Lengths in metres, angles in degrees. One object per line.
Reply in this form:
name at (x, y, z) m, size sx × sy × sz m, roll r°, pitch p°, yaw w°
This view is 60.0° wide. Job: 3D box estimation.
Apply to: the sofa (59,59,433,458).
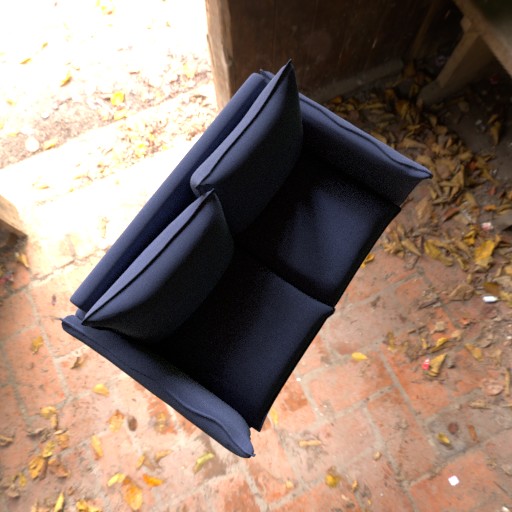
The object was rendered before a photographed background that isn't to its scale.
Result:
sofa at (0.000, 0.000, 1.813) m, size 0.820 × 0.840 × 1.300 m, roll 34°, pitch 77°, yaw 9°
